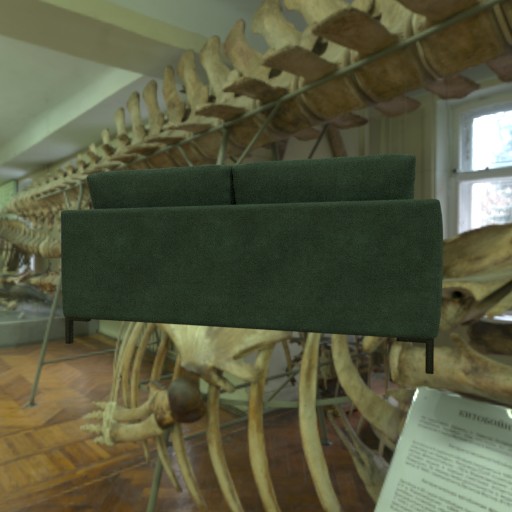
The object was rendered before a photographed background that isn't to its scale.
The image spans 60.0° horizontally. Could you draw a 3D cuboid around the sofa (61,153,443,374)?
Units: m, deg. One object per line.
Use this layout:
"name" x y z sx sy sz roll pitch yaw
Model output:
"sofa" 0.000 0.000 2.223 1.676 0.817 0.875 0 1 18
